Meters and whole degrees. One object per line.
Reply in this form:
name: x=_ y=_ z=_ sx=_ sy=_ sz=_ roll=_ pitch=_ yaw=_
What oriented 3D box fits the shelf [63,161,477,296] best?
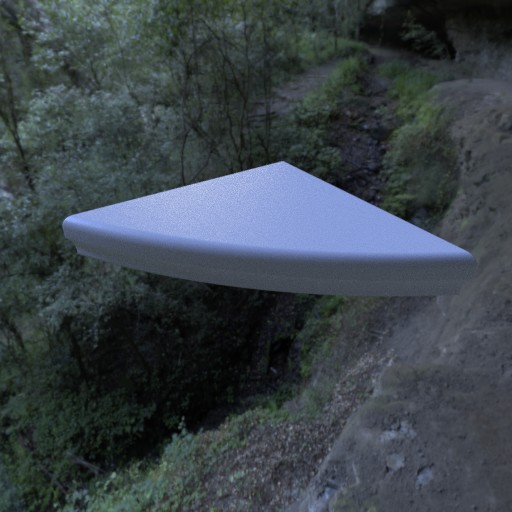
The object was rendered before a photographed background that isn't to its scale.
shelf: x=0.000 y=0.000 z=0.469 sx=0.310 sy=0.050 sz=0.310 roll=-20 pitch=38 yaw=-29
